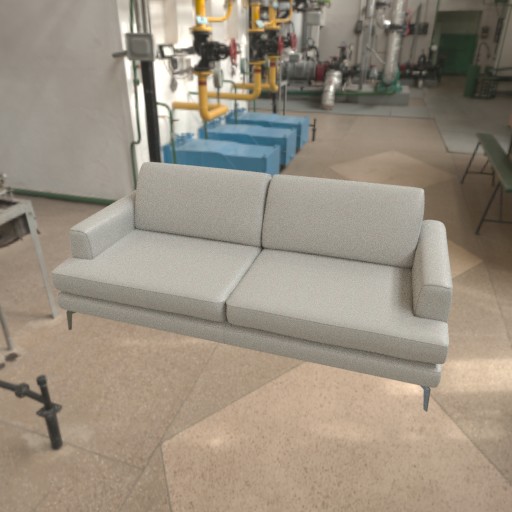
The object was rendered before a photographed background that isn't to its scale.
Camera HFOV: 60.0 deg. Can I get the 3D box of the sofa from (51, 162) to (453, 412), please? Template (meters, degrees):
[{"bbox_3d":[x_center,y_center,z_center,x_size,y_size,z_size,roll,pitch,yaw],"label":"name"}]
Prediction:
[{"bbox_3d":[0.000,0.000,2.410,1.940,0.765,0.974,9,29,16],"label":"sofa"}]
